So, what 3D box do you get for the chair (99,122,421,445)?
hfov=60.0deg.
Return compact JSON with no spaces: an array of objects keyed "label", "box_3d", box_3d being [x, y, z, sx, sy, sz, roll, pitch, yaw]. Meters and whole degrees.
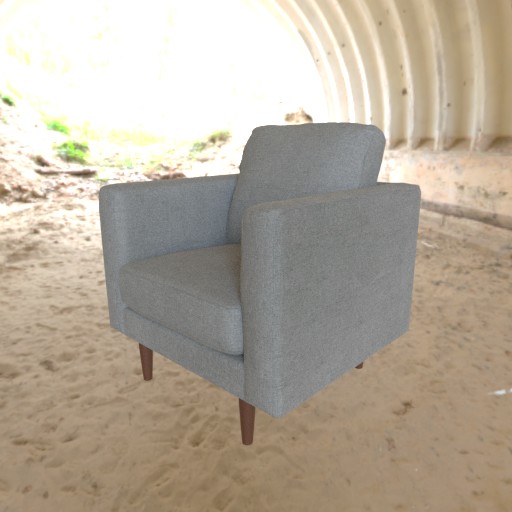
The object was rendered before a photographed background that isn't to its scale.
[{"label":"chair","box_3d":[0.000,0.000,1.586,0.855,0.927,0.800,13,20,42]}]
